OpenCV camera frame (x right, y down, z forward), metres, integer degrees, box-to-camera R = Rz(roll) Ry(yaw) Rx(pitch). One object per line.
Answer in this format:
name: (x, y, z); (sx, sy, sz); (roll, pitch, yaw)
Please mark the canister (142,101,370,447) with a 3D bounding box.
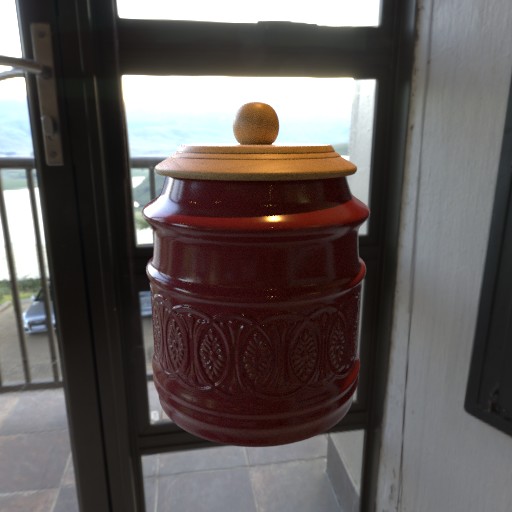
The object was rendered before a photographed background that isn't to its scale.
canister: (0.000, 0.000, 0.267); (0.130, 0.176, 0.130); (0, 15, 0)
